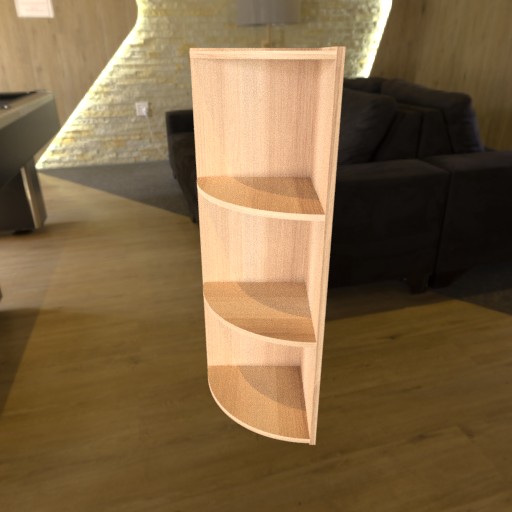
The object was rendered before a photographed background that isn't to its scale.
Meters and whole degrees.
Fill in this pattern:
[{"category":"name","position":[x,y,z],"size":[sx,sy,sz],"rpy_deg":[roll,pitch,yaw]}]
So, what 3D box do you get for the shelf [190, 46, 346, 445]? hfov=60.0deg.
[{"category":"shelf","position":[0.000,0.000,1.024],"size":[0.290,0.872,0.290],"rpy_deg":[0,25,0]}]
